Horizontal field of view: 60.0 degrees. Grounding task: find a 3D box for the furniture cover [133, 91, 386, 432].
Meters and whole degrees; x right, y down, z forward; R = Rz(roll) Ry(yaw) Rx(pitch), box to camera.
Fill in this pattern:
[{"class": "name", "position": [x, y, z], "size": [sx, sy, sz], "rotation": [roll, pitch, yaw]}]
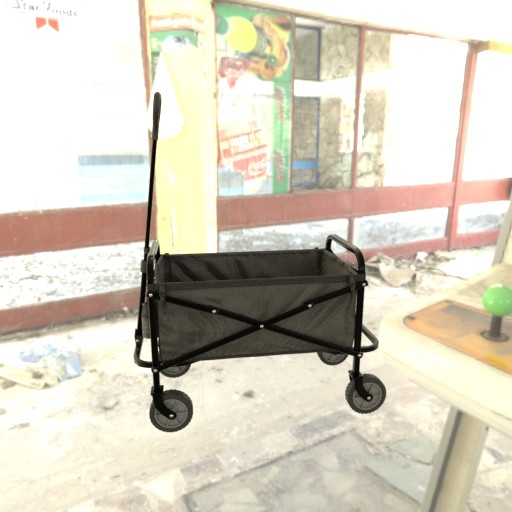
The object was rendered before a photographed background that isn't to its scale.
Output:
[{"class": "furniture cover", "position": [0.000, 0.000, 1.872], "size": [1.038, 1.295, 0.532], "rotation": [-2, 14, -9]}]
